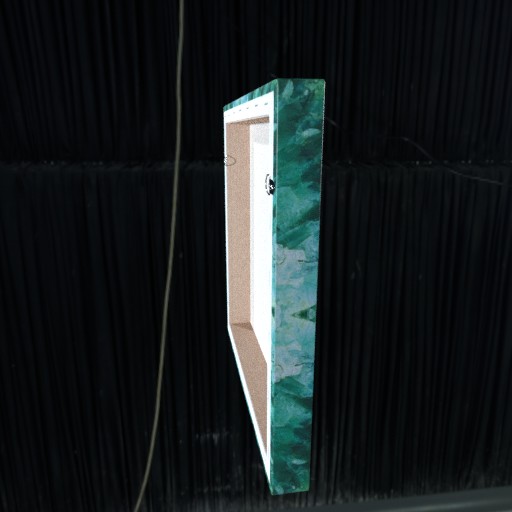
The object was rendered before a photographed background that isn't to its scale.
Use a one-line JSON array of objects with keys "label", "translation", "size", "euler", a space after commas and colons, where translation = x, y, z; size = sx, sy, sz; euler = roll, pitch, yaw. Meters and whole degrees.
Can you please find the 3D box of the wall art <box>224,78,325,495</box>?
[{"label": "wall art", "translation": [0.000, 0.000, 0.463], "size": [0.033, 0.313, 0.313], "euler": [-3, 16, -10]}]
